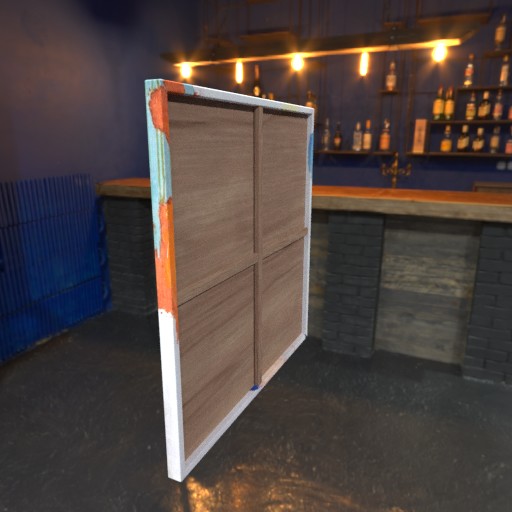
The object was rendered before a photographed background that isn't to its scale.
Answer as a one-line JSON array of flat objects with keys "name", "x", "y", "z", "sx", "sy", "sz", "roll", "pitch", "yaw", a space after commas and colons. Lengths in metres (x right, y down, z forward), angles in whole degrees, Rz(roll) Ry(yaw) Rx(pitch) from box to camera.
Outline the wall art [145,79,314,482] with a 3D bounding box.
[{"name": "wall art", "x": 0.000, "y": 0.000, "z": 1.515, "sx": 0.044, "sy": 1.017, "sz": 1.017, "roll": 7, "pitch": 16, "yaw": 25}]
